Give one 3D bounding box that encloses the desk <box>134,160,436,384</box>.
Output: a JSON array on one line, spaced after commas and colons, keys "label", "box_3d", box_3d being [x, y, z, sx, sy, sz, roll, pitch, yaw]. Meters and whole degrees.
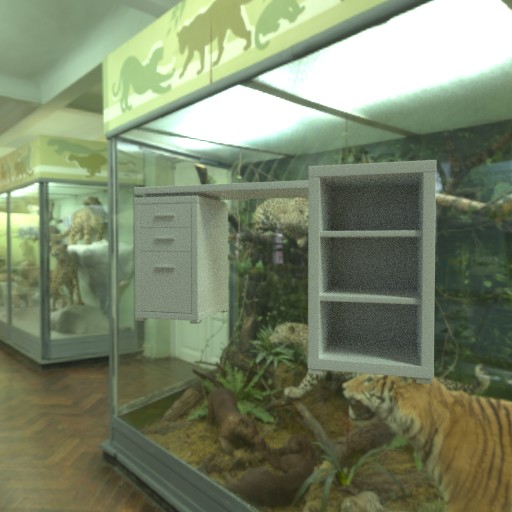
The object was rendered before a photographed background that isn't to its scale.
[{"label": "desk", "box_3d": [0.000, 0.000, 2.163, 1.524, 0.753, 1.200, 1, 2, 17]}]
